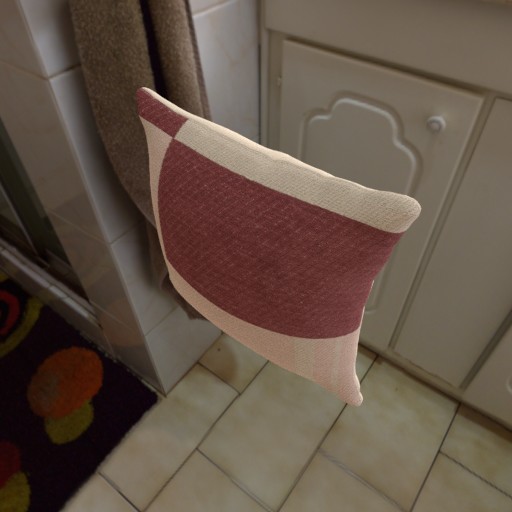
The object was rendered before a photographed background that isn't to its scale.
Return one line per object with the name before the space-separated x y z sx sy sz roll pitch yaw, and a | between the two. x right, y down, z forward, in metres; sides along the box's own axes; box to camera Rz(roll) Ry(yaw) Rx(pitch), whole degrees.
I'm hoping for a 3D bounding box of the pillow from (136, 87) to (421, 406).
pillow | 0.000 0.000 0.812 0.536 0.506 0.229 31 54 26
